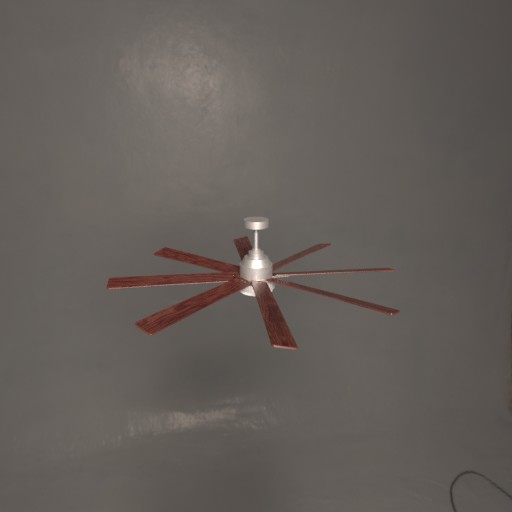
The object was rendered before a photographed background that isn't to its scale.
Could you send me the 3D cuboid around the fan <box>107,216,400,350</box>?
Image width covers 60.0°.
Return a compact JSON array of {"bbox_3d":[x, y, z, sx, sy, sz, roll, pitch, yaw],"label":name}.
[{"bbox_3d":[0.000,0.000,2.790,1.830,0.472,1.830,-3,18,-8],"label":"fan"}]
